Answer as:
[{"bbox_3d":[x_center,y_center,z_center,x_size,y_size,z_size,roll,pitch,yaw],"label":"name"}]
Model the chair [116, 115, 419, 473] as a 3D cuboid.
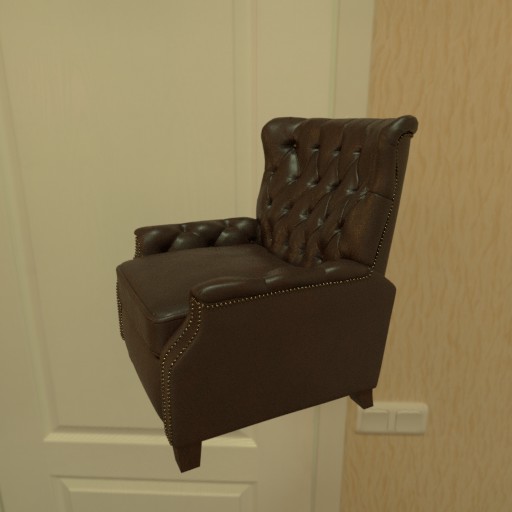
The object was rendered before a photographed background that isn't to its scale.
[{"bbox_3d":[0.000,0.000,1.429,0.823,0.864,0.709,-8,19,-25],"label":"chair"}]
